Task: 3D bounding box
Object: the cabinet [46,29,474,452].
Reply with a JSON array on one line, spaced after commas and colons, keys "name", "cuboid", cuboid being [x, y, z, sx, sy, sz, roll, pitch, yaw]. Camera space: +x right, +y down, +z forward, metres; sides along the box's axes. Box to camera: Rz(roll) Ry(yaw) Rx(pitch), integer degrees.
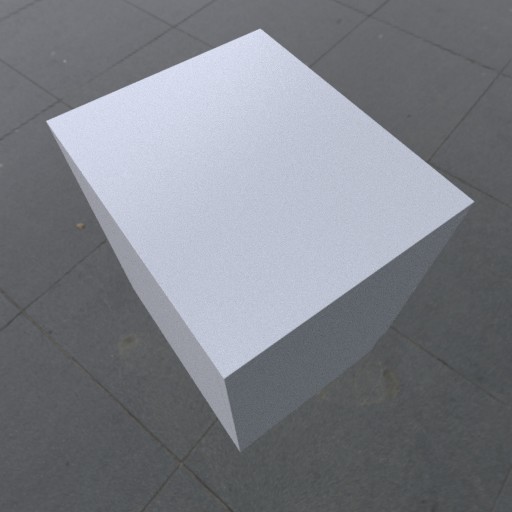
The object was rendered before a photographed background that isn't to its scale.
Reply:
[{"name": "cabinet", "cuboid": [0.000, 0.000, 0.728, 0.360, 0.470, 0.400, -32, 64, -18]}]
